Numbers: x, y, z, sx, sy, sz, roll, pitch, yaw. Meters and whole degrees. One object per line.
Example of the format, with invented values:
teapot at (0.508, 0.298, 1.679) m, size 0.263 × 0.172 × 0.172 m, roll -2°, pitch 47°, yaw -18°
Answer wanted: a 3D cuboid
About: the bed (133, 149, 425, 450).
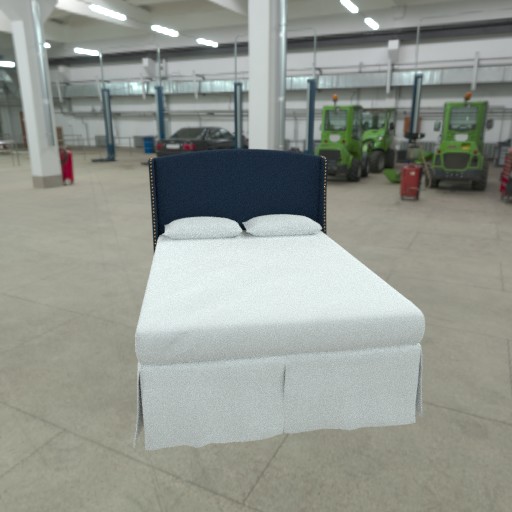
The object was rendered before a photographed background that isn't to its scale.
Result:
bed at (0.000, 0.000, 3.211) m, size 1.604 × 1.402 × 2.223 m, roll -2°, pitch 17°, yaw -8°
